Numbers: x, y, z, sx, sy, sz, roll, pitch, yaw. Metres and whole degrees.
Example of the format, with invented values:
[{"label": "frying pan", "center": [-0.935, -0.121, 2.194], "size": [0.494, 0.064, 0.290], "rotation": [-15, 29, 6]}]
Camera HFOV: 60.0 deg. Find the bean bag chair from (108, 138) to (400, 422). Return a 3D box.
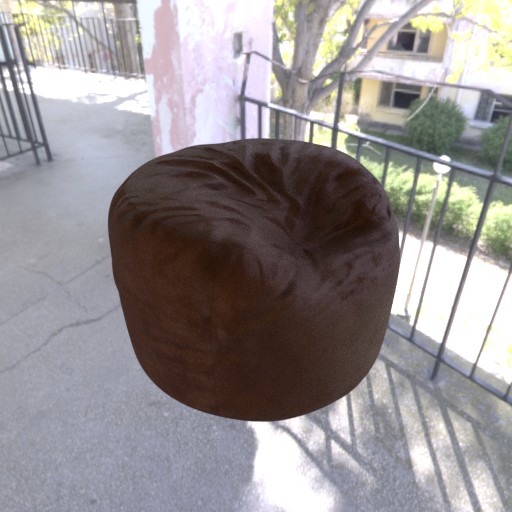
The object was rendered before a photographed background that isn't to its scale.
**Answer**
[{"label": "bean bag chair", "center": [0.000, 0.000, 1.483], "size": [0.918, 0.616, 0.918], "rotation": [0, 32, 0]}]
